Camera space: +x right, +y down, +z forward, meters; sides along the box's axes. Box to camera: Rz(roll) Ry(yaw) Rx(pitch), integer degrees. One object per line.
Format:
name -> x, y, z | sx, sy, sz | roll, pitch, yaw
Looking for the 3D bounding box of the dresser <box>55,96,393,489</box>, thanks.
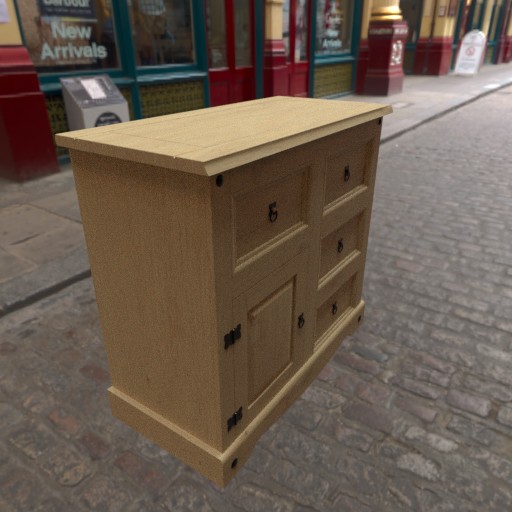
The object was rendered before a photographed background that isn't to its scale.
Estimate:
dresser -> 0.000, 0.000, 1.377 | 0.440, 0.835, 0.915 | 17, 31, 31
